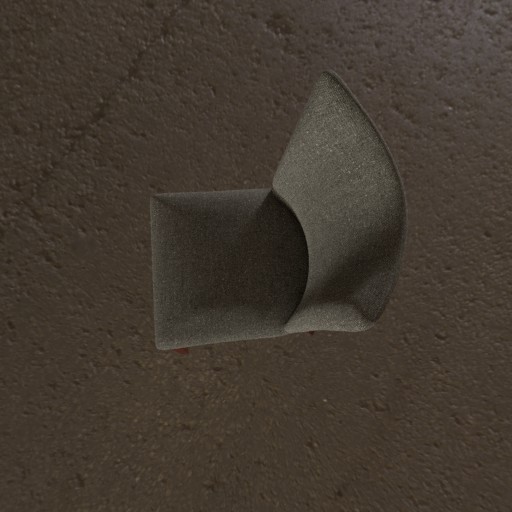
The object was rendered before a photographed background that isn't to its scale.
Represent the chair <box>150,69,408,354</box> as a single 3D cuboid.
[{"bbox_3d":[0.000,0.000,1.284,0.623,0.924,0.535,-5,76,-1],"label":"chair"}]
